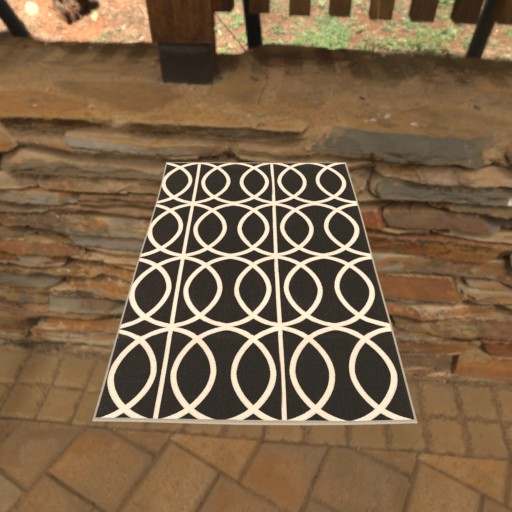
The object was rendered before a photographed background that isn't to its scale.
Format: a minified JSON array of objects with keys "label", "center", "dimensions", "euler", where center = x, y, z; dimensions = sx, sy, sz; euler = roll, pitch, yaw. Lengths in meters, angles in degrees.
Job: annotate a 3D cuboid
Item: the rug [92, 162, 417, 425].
[{"label":"rug","center":[0.000,0.000,2.897],"dimensions":[1.528,0.014,2.294],"euler":[0,43,0]}]
